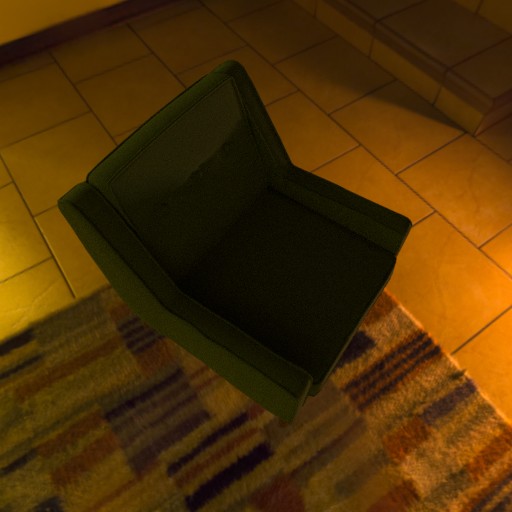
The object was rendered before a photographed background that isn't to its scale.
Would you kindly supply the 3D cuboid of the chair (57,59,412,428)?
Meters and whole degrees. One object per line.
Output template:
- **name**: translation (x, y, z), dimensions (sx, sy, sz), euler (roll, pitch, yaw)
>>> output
- **chair**: translation (0.000, 0.000, 1.365), dimensions (0.743, 0.792, 0.663), euler (31, 64, 17)
